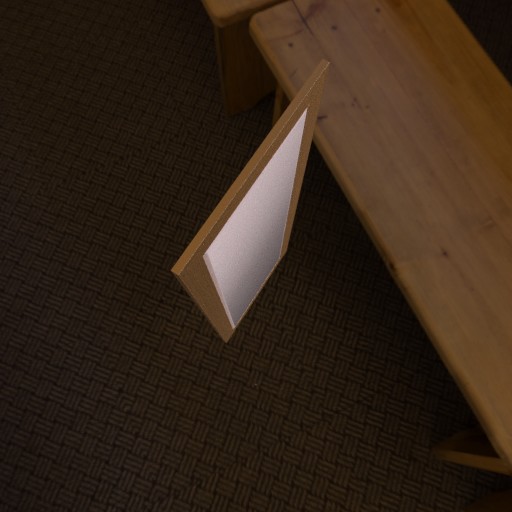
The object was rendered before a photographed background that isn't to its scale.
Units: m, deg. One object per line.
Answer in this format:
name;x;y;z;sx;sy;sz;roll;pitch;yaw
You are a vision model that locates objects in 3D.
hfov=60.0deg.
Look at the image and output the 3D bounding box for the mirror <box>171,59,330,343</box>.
mirror;0.000;0.000;2.265;0.025;2.031;0.812;32;76;9
